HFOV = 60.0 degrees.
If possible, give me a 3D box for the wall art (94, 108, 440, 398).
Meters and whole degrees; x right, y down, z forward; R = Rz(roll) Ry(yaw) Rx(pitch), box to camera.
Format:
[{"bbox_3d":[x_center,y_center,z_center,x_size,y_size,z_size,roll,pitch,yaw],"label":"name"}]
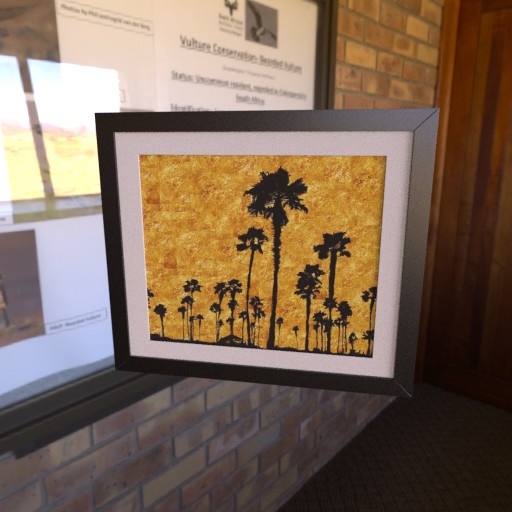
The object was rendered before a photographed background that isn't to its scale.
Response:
[{"bbox_3d":[0.000,0.000,0.530,0.383,0.332,0.012,2,14,10],"label":"wall art"}]
